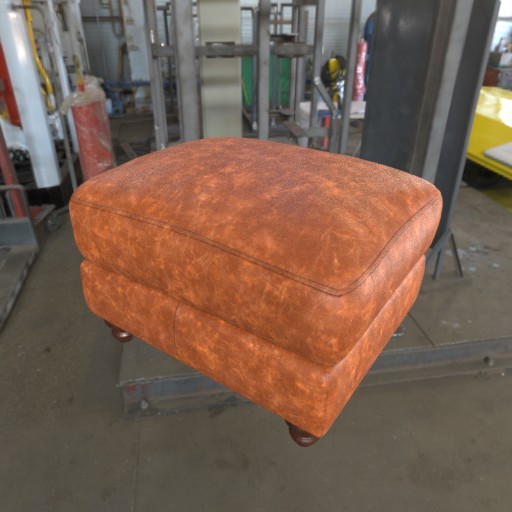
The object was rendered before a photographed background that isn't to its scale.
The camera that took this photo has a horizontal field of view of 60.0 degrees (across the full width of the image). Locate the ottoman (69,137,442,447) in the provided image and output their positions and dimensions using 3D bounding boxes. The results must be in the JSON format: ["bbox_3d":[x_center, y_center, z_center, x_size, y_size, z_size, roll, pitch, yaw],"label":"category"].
[{"bbox_3d":[0.000,0.000,1.243,0.832,0.562,0.657,19,35,30],"label":"ottoman"}]
